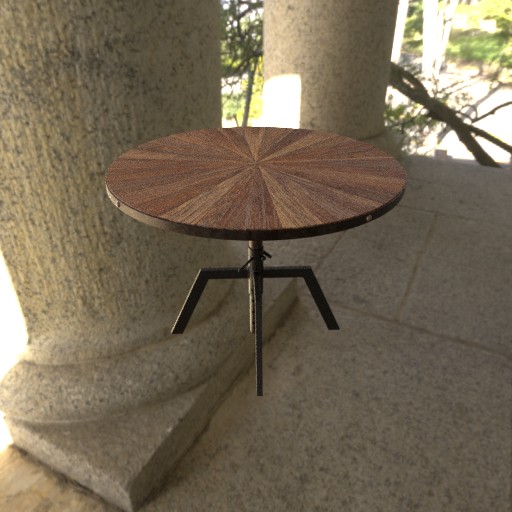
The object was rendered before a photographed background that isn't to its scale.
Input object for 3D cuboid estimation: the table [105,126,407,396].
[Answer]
[{"bbox_3d":[0.000,0.000,1.520,0.885,0.658,0.885,0,31,0],"label":"table"}]
